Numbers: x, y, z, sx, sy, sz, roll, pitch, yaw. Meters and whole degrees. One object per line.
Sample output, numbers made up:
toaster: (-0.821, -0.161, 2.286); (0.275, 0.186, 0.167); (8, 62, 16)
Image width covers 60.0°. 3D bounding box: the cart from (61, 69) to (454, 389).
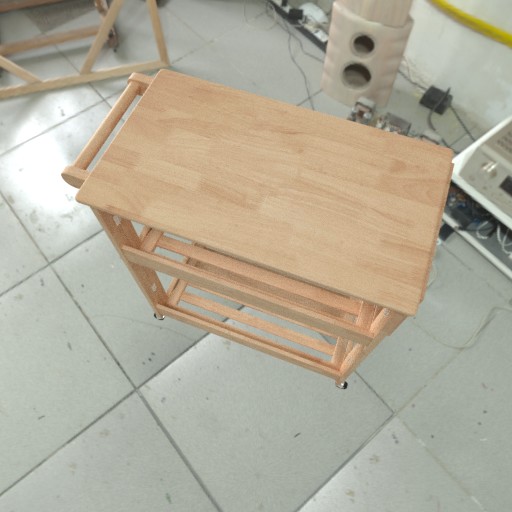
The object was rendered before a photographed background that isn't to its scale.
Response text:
cart: (0.000, 0.000, 1.390); (0.853, 0.879, 0.432); (19, 65, 9)
